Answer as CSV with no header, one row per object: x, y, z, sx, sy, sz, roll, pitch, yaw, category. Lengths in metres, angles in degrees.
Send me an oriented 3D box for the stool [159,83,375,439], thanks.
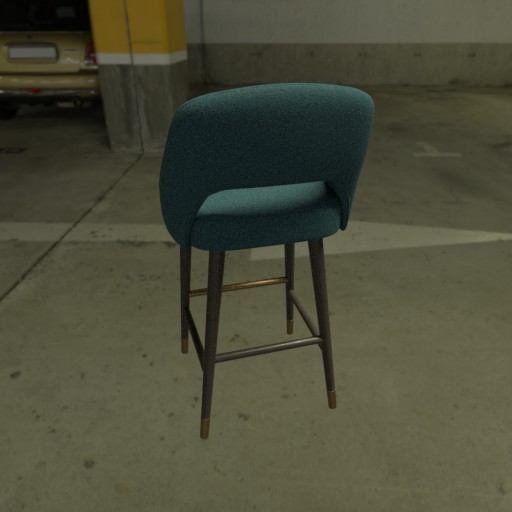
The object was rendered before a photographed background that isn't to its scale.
0.000,0.000,1.346,0.536,1.032,0.522,-8,28,-14,stool
